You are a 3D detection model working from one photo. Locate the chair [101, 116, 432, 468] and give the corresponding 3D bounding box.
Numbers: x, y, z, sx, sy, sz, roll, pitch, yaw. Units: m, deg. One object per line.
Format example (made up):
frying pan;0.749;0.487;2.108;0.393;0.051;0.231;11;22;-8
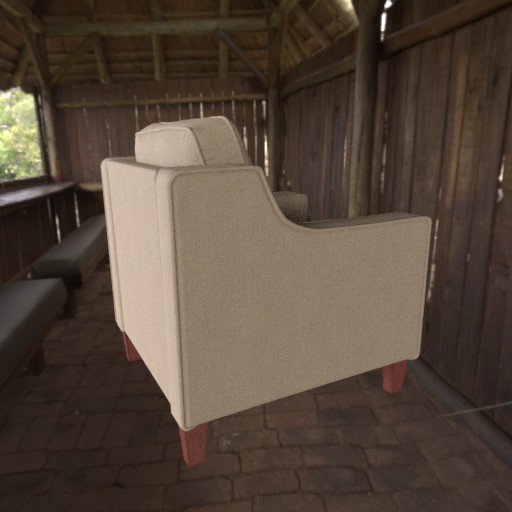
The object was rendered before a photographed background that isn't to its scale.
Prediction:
chair;0.000;0.000;1.642;0.909;0.960;0.831;-8;17;-28
